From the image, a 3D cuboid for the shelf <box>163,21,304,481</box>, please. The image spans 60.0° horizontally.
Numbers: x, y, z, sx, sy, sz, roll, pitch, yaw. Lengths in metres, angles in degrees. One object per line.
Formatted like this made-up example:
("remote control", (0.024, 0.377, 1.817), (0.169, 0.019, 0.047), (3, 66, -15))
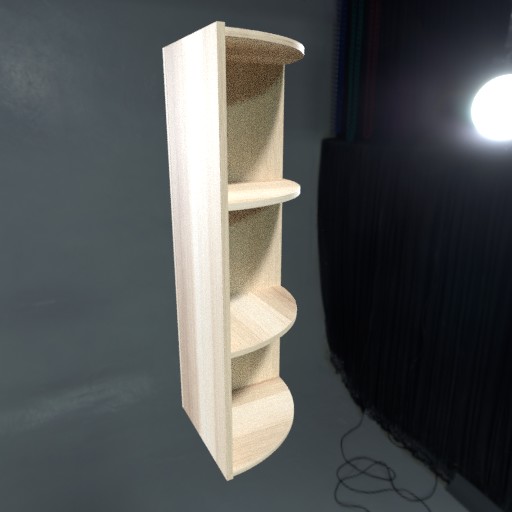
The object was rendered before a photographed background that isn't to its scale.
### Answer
("shelf", (0.000, 0.000, 0.995), (0.290, 0.872, 0.290), (-9, 19, -26))
